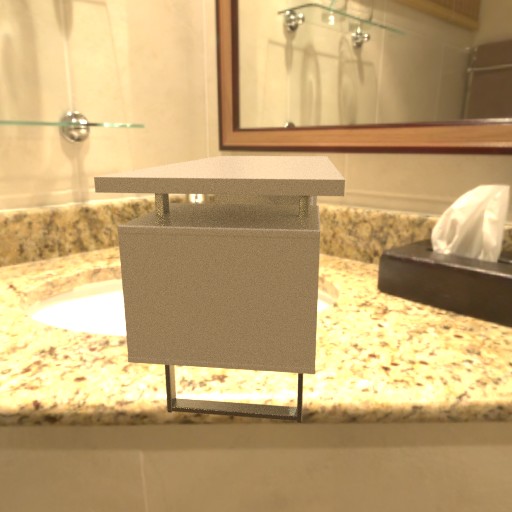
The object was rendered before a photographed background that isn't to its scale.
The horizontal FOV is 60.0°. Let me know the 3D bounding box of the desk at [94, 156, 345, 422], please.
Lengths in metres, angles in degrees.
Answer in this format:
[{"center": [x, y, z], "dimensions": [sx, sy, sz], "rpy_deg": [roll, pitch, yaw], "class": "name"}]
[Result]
[{"center": [0.000, 0.000, 1.874], "dimensions": [0.603, 0.773, 1.530], "rpy_deg": [2, 15, 7], "class": "desk"}]
